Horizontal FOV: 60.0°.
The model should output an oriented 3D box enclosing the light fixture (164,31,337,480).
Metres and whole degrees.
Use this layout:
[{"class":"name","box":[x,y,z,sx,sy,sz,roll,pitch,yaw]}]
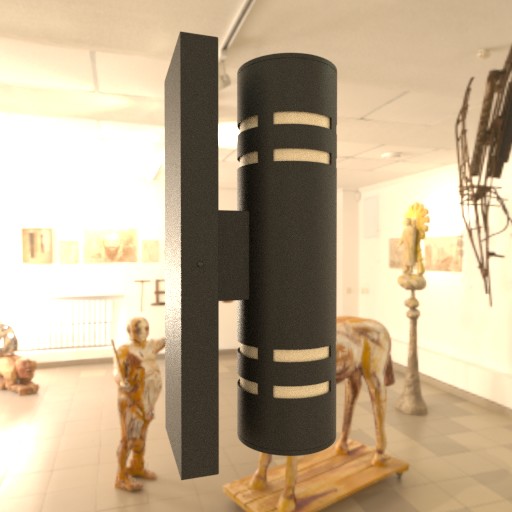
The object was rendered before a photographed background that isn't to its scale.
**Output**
[{"class":"light fixture","box":[0.000,0.000,0.397,0.149,0.330,0.105,0,1,-18]}]
